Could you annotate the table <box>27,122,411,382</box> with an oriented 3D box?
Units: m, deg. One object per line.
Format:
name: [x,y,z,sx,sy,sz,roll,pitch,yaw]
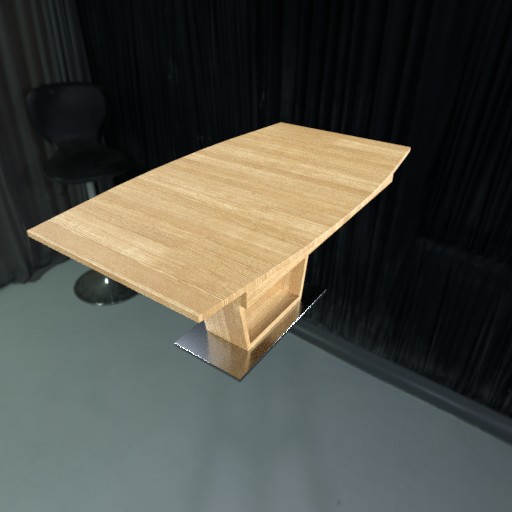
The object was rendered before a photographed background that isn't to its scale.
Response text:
table: [0.000,0.000,2.063,0.900,0.748,1.598,21,38,29]
